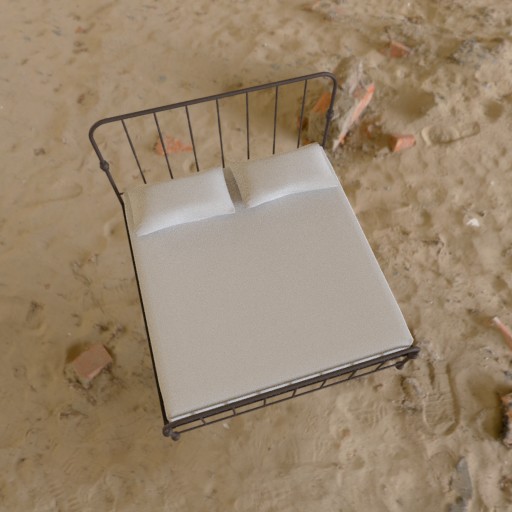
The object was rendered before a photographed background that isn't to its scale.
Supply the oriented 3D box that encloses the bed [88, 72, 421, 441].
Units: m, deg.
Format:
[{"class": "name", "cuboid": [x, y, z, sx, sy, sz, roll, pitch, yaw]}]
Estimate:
[{"class": "bed", "cuboid": [0.000, 0.000, 3.519, 2.044, 1.446, 2.134, -15, 64, -8]}]
